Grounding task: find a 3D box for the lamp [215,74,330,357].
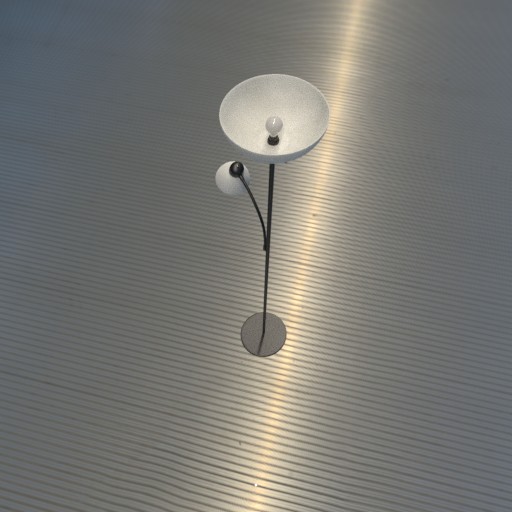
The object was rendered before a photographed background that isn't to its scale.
[{"bbox_3d":[0.000,0.000,1.914,0.279,1.804,0.442,-29,66,-14],"label":"lamp"}]
